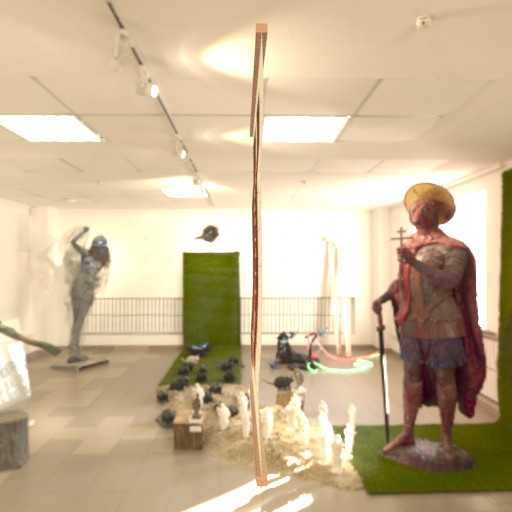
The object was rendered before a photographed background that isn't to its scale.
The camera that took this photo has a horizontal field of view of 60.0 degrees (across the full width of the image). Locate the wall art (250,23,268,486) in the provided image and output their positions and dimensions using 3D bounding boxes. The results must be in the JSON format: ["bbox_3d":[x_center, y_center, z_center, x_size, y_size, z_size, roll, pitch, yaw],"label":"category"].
[{"bbox_3d":[0.000,0.000,0.689,0.013,0.508,0.406,0,-1,-2],"label":"wall art"}]
